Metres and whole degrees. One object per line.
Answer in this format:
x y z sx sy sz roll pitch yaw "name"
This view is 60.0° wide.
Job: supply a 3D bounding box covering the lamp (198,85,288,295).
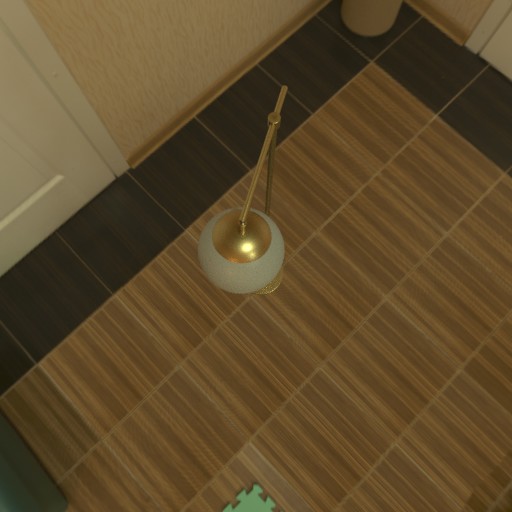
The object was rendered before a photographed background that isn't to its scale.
0.000 0.000 1.698 0.249 1.505 0.476 16 77 4 "lamp"
